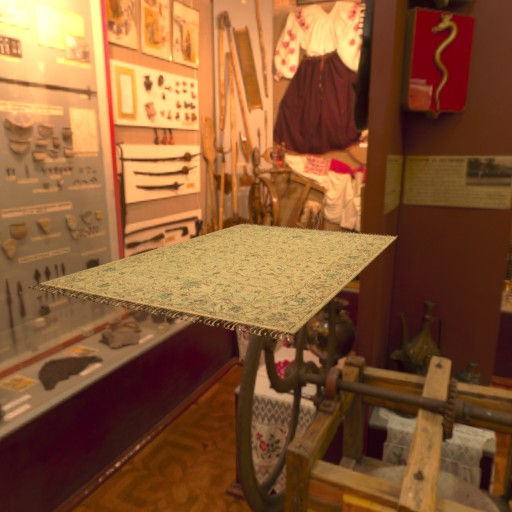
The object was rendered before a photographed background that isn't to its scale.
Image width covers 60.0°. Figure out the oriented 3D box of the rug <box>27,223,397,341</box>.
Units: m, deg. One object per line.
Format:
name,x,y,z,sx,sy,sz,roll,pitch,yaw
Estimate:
rug,0.000,0.000,3.092,1.544,0.010,2.435,7,15,26
